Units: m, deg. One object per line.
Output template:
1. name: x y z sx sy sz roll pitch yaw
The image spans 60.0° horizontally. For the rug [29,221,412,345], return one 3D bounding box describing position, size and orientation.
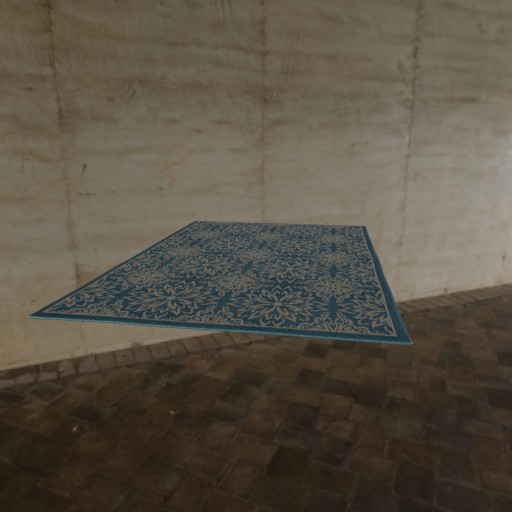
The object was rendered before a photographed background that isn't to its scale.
1. rug: 0.000 0.000 2.234 1.211 0.012 1.833 2 15 9
